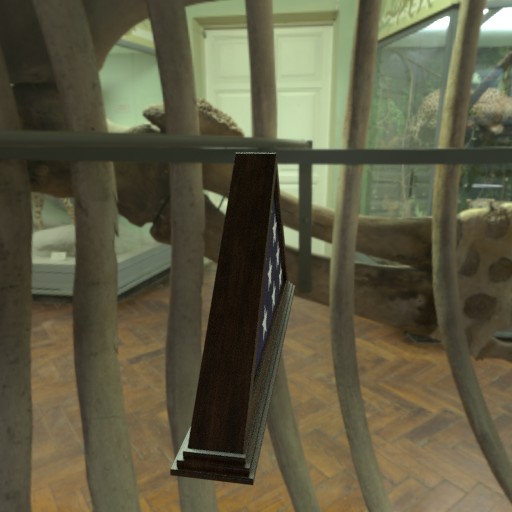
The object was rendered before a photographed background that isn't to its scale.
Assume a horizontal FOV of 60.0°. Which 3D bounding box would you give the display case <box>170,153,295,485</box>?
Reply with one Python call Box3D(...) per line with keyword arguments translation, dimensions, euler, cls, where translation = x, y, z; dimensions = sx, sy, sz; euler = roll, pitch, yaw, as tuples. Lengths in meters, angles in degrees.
Box3D(translation=(0.000, 0.000, 0.751), dimensions=(0.095, 0.340, 0.640), euler=(2, 16, 9), cls="display case")
